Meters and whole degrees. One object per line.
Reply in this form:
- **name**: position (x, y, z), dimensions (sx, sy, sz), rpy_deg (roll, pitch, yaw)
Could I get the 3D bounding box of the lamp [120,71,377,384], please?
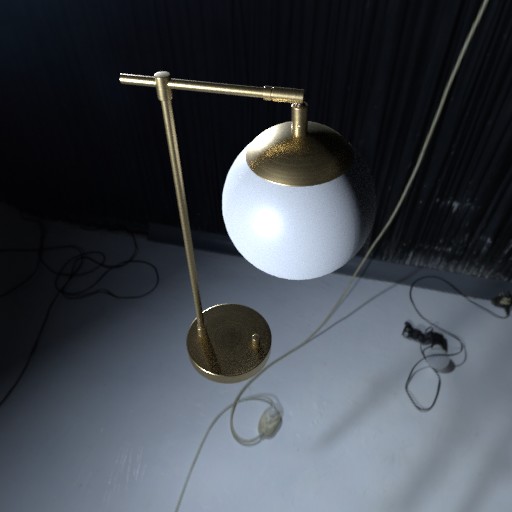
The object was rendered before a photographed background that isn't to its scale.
- **lamp**: position (0.000, 0.000, 0.697), dimensions (0.324, 0.559, 0.207), rpy_deg (9, 47, 8)
